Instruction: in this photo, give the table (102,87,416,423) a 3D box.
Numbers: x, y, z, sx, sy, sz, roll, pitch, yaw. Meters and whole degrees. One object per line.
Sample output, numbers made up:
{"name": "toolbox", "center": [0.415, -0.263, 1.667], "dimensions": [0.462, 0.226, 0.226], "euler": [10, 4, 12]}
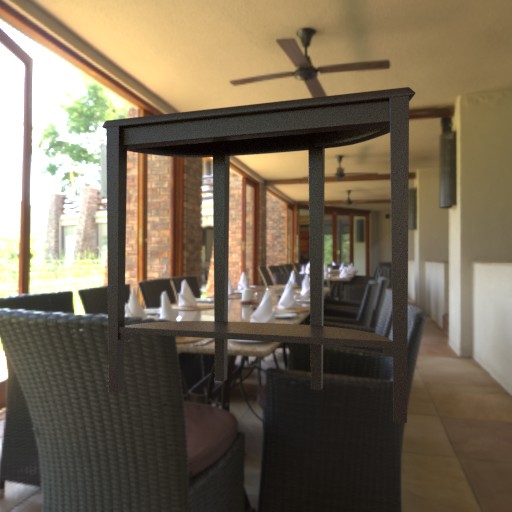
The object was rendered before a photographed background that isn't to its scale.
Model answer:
{"name": "table", "center": [0.000, 0.000, 1.353], "dimensions": [0.909, 0.831, 0.274], "euler": [0, -1, 18]}
